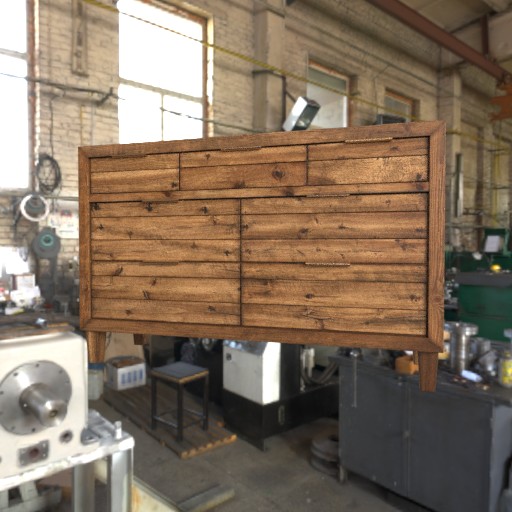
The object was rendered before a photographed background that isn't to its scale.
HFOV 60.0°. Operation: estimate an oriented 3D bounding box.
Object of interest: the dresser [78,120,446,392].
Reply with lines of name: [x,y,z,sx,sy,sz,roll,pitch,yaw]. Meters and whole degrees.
dresser: [0.000,0.000,1.826,1.387,0.892,0.438,0,1,16]
